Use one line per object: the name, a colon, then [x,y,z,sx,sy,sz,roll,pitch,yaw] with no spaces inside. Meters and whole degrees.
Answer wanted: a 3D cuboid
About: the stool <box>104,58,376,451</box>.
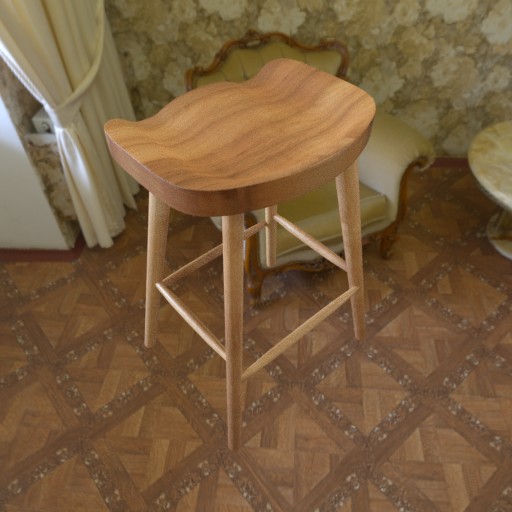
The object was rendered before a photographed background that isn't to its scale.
stool: [0.000,0.000,0.901,0.440,0.615,0.361,-32,54,-27]
